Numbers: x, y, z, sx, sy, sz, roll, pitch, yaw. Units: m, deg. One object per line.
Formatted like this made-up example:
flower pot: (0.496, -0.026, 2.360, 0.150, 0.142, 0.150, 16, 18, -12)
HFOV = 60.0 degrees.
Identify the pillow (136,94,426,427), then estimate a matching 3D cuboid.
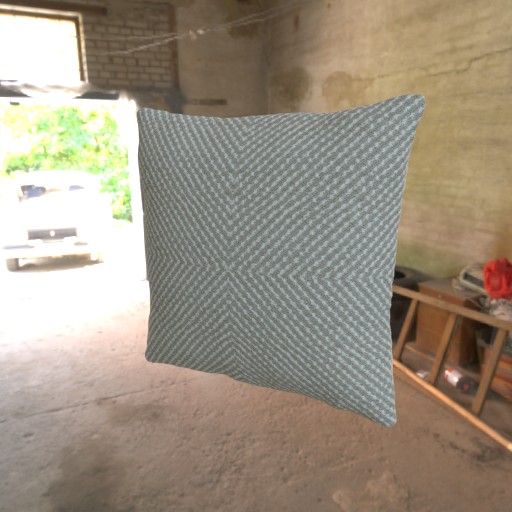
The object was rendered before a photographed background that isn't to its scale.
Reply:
pillow: (0.000, 0.000, 0.690, 0.459, 0.458, 0.181, 7, 16, 26)
